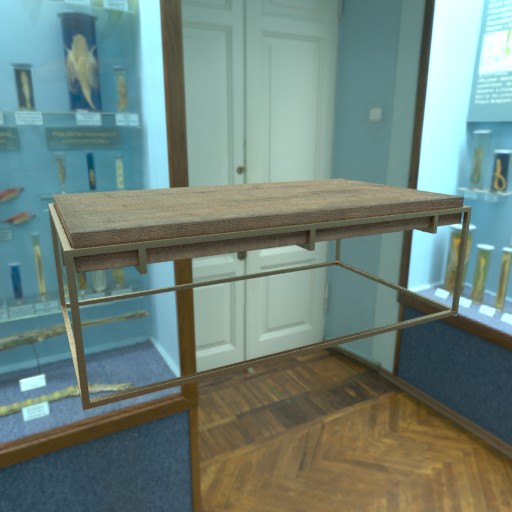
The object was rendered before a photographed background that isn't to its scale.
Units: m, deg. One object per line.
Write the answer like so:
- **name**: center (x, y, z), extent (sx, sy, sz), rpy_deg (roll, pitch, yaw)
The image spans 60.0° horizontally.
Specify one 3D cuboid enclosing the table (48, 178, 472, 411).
- **table**: center (0.000, 0.000, 1.712), extent (1.387, 0.468, 0.775), rpy_deg (-8, 17, -26)
